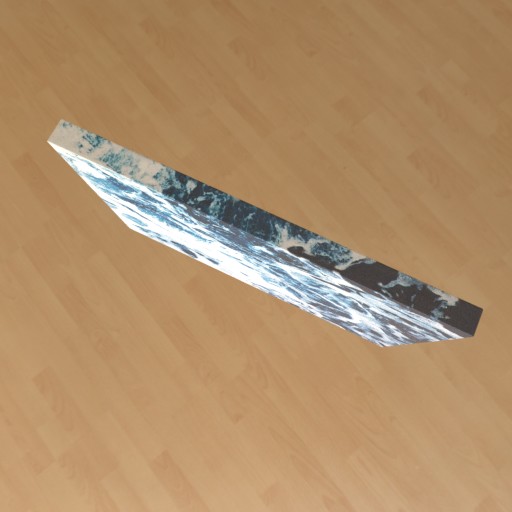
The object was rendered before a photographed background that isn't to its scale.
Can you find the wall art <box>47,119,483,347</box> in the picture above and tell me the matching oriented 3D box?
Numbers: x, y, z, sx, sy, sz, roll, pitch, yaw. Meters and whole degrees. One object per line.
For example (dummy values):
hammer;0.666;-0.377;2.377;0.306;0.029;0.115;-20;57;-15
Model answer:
wall art;0.000;0.000;0.771;0.609;0.407;0.043;25;78;6
